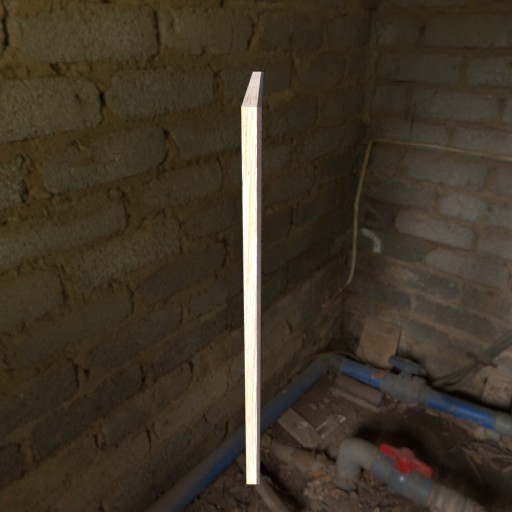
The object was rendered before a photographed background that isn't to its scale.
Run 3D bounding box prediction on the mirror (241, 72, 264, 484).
[{"bbox_3d":[0.000,0.000,1.213,0.032,0.882,0.730,0,27,1],"label":"mirror"}]
